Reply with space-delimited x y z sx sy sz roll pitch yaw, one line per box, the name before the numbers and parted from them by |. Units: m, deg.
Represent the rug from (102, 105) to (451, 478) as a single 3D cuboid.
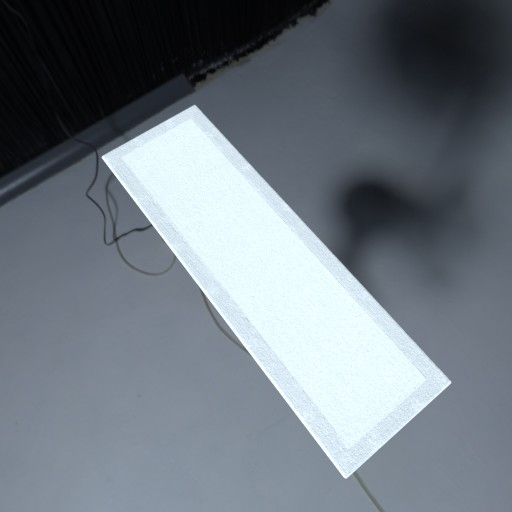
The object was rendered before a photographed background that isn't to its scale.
rug | 0.000 0.000 2.658 0.759 0.012 2.430 -35 70 -15
